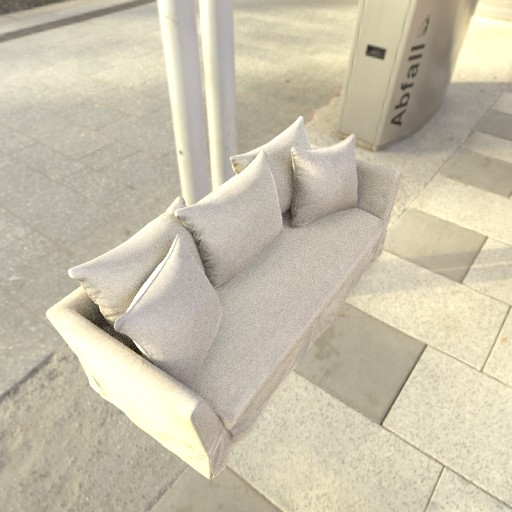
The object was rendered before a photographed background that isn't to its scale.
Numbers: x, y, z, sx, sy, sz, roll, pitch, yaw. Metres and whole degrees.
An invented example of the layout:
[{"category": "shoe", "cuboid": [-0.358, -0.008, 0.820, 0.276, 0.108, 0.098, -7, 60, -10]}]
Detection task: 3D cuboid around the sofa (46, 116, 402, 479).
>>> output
[{"category": "sofa", "cuboid": [0.000, 0.000, 2.831, 1.031, 1.034, 2.290, 25, 48, 25]}]
